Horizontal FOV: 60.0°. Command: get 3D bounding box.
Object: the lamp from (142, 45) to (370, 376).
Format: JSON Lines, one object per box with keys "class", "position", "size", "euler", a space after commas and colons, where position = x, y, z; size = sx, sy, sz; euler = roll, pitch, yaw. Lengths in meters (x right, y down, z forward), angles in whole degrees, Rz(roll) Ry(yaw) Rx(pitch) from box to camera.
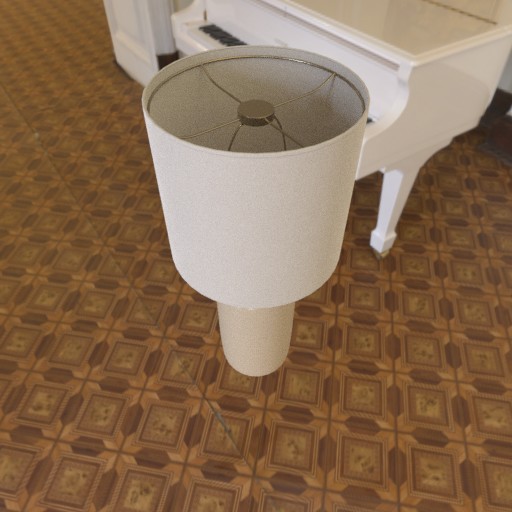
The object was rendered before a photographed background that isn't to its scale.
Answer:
{"class": "lamp", "position": [0.000, 0.000, 0.607], "size": [0.220, 0.475, 0.220], "euler": [-16, 49, -15]}
